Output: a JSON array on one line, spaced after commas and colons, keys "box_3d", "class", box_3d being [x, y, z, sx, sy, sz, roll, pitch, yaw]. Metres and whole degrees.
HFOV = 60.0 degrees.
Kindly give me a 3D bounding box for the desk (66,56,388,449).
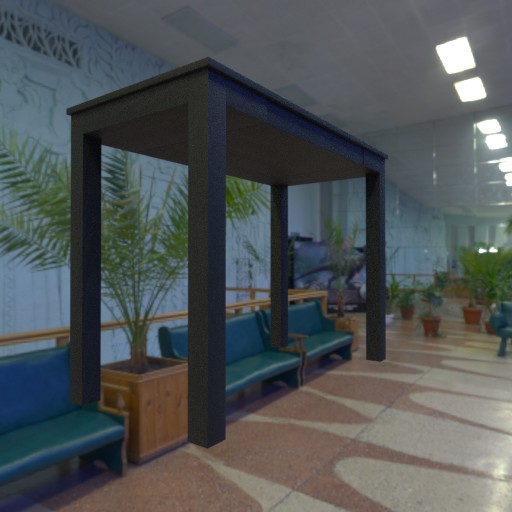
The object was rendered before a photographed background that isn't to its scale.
[{"box_3d": [0.000, 0.000, 1.402, 0.499, 0.762, 0.991, 0, -1, 36], "class": "desk"}]
